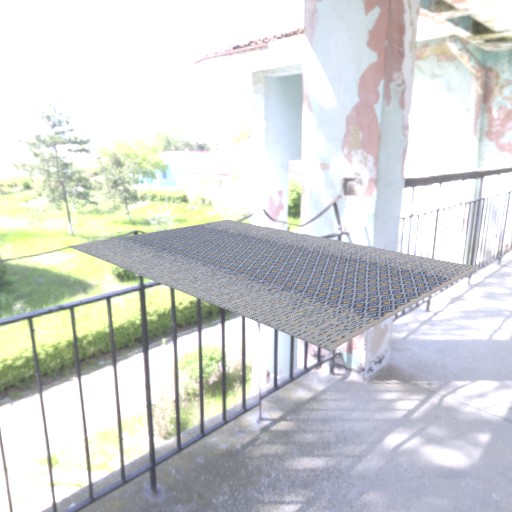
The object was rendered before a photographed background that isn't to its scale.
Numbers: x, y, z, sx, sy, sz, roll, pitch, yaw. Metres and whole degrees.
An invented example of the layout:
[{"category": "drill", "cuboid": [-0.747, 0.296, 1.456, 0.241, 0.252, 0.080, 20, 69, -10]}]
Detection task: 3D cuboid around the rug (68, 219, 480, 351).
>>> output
[{"category": "rug", "cuboid": [0.000, 0.000, 2.335, 1.828, 0.005, 1.219, 14, 21, 43]}]
